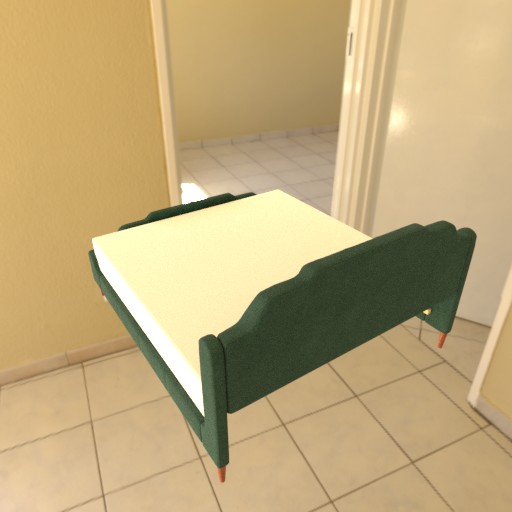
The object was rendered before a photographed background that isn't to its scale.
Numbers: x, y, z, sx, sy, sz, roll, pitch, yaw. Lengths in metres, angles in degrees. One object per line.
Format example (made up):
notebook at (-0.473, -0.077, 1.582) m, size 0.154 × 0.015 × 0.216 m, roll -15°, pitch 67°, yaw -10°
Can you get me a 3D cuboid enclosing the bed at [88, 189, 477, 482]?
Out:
bed at (0.000, 0.000, 3.534) m, size 2.074 × 1.245 × 2.340 m, roll -19°, pitch 35°, yaw -29°
